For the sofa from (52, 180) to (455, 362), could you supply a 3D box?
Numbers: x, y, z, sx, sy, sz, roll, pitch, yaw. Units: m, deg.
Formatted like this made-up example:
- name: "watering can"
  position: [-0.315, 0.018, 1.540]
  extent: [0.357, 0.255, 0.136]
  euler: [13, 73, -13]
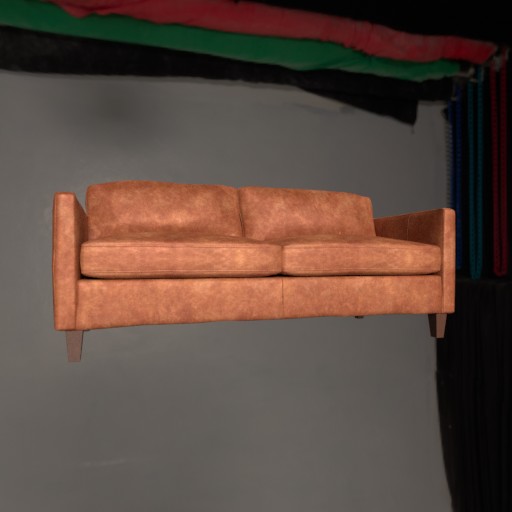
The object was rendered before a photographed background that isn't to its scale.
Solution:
- name: "sofa"
  position: [0.000, 0.000, 2.441]
  extent: [1.971, 0.863, 0.923]
  euler: [0, 0, -18]
